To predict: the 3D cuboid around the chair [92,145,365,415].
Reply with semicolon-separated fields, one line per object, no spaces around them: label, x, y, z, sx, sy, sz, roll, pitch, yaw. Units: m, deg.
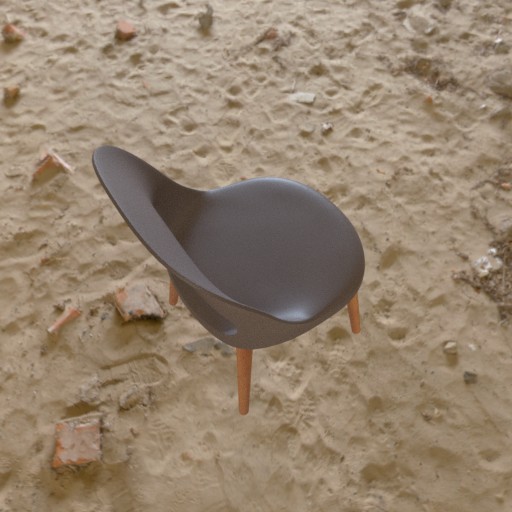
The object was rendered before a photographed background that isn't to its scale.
chair;0.000;0.000;1.130;0.556;0.794;0.470;-30;62;-18
